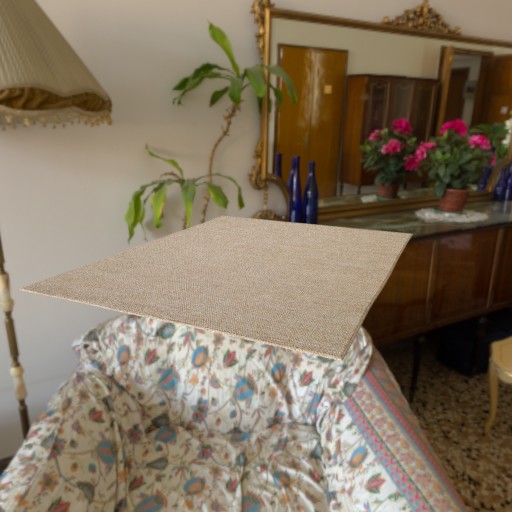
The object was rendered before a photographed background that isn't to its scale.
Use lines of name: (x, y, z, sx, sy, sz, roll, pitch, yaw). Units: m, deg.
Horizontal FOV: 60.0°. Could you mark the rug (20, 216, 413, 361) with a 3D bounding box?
rug: (0.000, 0.000, 4.069, 2.406, 0.012, 3.034, 8, 18, 24)
